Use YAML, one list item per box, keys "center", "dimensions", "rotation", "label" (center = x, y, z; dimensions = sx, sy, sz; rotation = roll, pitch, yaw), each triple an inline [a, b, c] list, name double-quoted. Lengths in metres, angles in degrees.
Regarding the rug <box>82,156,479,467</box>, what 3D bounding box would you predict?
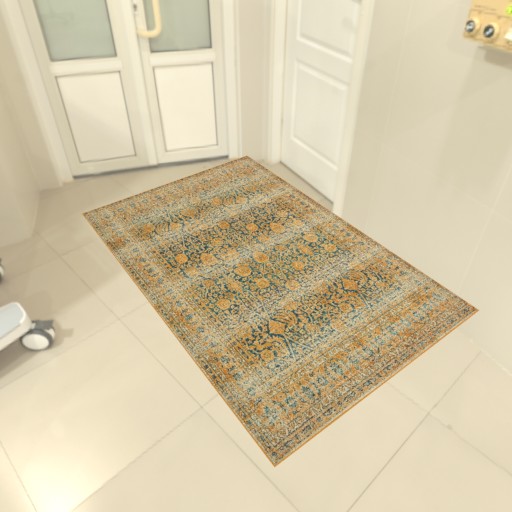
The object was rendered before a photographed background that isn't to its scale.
- center: [0.000, 0.000, 2.965]
  dimensions: [1.525, 0.007, 2.336]
  rotation: [-26, 47, -27]
  label: "rug"
